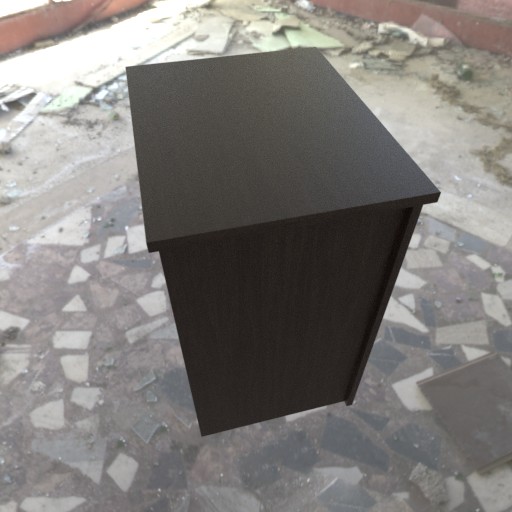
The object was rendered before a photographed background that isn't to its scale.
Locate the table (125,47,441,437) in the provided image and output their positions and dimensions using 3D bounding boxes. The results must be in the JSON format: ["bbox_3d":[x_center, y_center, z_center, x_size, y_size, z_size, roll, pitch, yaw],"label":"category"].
[{"bbox_3d":[0.000,0.000,0.929,0.381,0.635,0.480,-10,48,-10],"label":"table"}]
